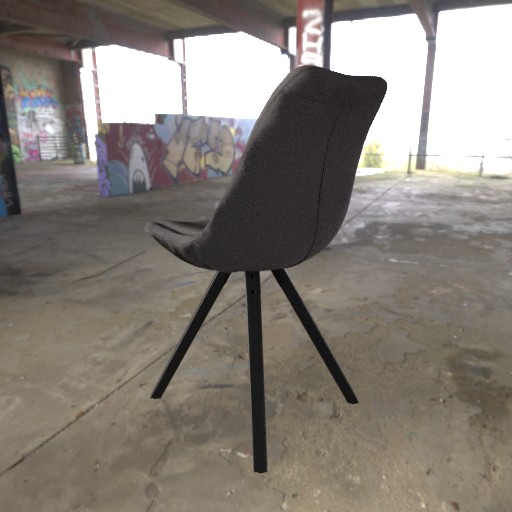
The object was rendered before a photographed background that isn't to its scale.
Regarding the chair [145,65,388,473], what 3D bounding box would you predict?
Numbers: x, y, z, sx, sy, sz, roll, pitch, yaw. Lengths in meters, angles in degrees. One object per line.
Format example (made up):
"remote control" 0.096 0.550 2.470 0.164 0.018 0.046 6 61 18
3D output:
"chair" 0.000 0.000 1.151 0.476 0.850 0.550 -15 22 -43
